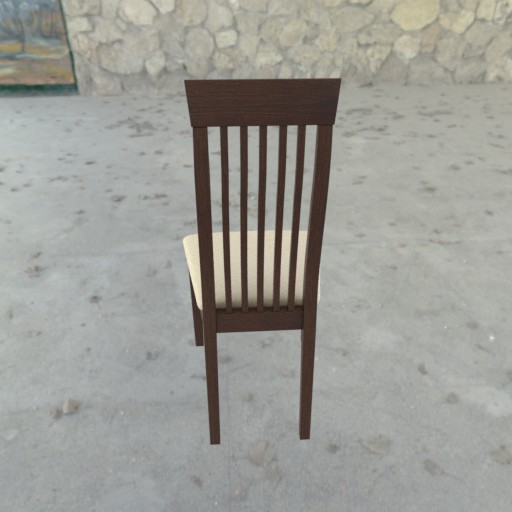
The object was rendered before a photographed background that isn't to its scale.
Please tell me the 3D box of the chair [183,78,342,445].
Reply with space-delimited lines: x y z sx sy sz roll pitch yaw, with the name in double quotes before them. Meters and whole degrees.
"chair" 0.000 0.000 1.272 0.460 1.027 0.474 -2 31 -3
